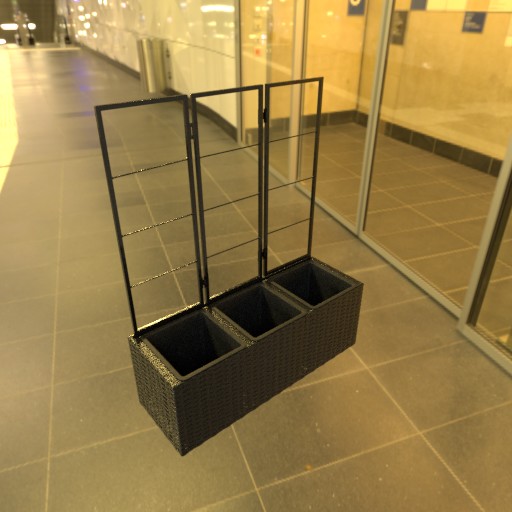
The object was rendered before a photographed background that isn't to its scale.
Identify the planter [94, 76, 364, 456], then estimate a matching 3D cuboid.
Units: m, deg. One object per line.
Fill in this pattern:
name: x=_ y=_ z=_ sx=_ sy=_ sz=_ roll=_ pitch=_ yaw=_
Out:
planter: x=0.000 y=0.000 z=1.212 sx=0.698 sy=0.841 sz=0.244 roll=-22 pitch=36 yaw=-34
